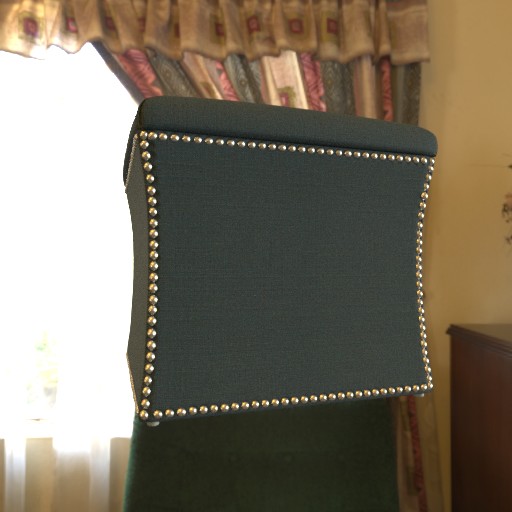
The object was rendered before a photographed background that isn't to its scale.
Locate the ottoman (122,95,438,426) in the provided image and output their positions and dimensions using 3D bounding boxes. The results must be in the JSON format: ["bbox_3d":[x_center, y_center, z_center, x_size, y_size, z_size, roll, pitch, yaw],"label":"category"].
[{"bbox_3d":[0.000,0.000,0.883,0.507,0.475,0.497,1,-2,-18],"label":"ottoman"}]
